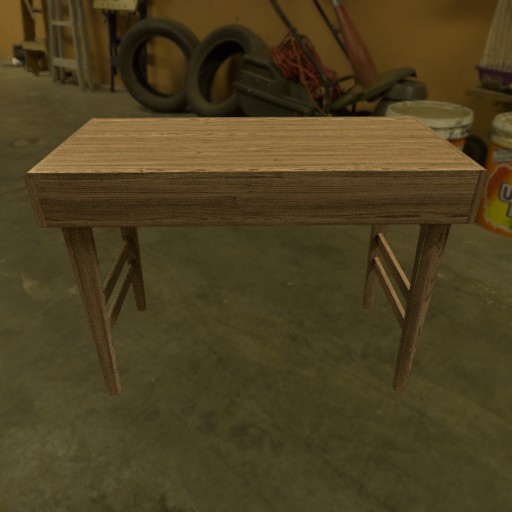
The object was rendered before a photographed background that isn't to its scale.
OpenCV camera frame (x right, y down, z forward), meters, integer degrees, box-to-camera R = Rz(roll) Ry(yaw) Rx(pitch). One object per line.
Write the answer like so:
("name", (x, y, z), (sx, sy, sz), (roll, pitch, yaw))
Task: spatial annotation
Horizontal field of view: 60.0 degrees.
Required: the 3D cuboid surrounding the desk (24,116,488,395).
("desk", (0.000, 0.000, 1.424), (1.067, 0.755, 0.508), (-1, 31, -1))
